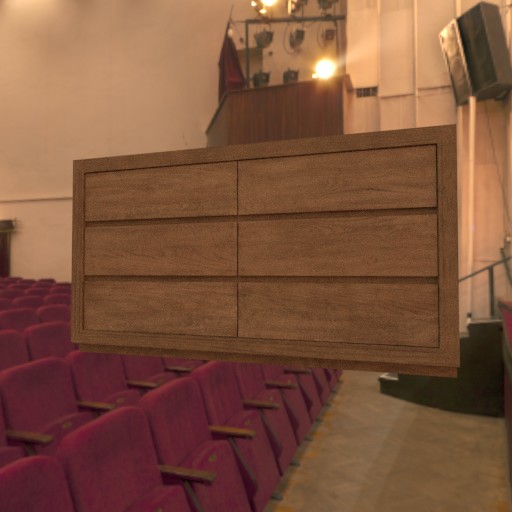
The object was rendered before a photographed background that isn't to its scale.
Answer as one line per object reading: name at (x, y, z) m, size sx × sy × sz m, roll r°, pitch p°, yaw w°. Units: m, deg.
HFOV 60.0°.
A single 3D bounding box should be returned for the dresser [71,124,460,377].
dresser at (0.000, 0.000, 2.010) m, size 1.628 × 0.889 × 0.483 m, roll -1°, pitch -2°, yaw 18°
